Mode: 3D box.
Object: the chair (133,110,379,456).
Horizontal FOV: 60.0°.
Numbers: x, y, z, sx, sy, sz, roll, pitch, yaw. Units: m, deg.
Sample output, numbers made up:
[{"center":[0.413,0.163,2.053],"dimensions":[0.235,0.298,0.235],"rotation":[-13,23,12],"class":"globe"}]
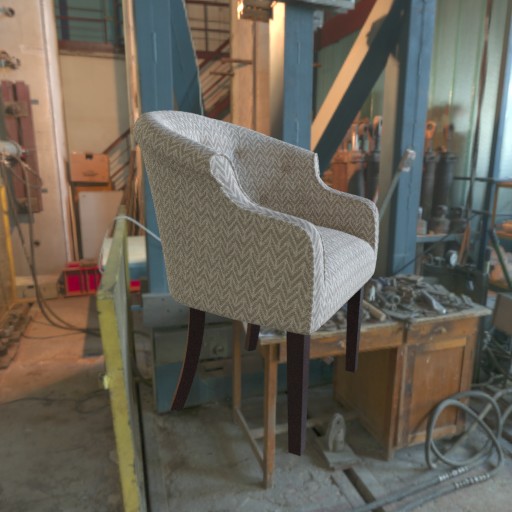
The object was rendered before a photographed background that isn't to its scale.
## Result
[{"center":[0.000,0.000,1.346],"dimensions":[0.613,0.858,0.686],"rotation":[7,14,27],"class":"chair"}]
